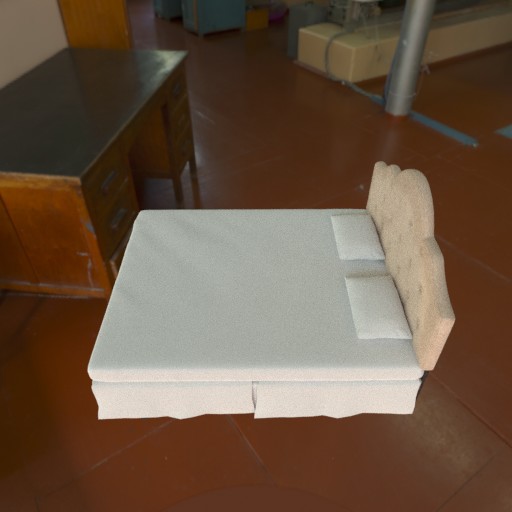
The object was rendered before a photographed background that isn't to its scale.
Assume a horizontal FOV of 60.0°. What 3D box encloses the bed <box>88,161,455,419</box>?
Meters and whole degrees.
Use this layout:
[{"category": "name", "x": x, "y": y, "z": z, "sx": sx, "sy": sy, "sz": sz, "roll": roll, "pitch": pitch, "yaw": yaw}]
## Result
[{"category": "bed", "x": 0.000, "y": 0.000, "z": 2.936, "sx": 1.970, "sy": 1.194, "sz": 1.667, "roll": 0, "pitch": 41, "yaw": 0}]
